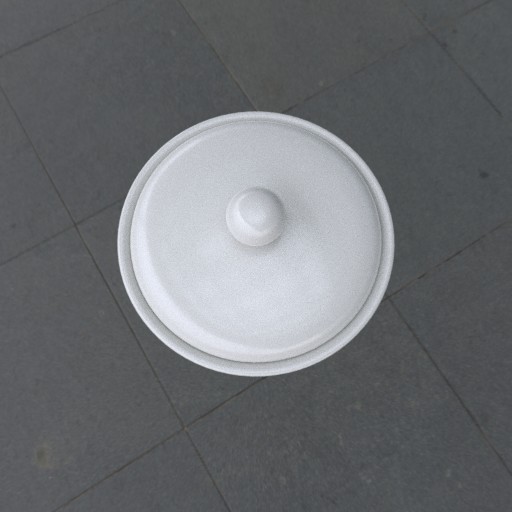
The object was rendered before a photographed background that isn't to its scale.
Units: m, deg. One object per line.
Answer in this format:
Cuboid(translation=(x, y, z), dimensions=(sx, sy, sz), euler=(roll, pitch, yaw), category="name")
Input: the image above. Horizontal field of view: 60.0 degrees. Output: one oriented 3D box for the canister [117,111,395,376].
Cuboid(translation=(0.000, 0.000, 0.348), dimensions=(0.182, 0.208, 0.182), euler=(0, 75, 0), category="canister")
